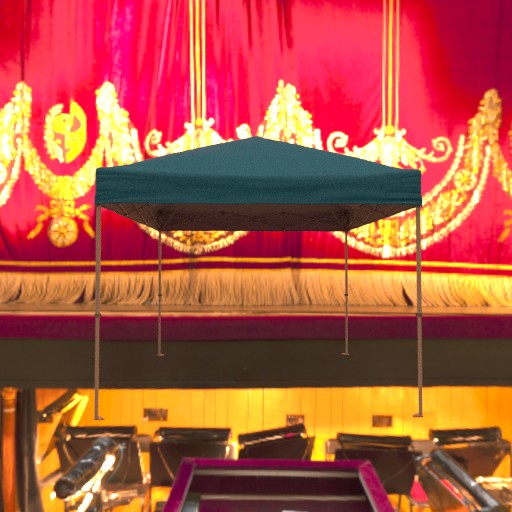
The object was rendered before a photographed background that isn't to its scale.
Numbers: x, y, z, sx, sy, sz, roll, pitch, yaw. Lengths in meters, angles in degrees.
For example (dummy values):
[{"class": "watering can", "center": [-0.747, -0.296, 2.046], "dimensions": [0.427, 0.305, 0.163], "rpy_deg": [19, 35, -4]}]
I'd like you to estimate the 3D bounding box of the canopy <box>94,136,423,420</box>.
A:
[{"class": "canopy", "center": [0.000, 0.000, 5.492], "dimensions": [2.998, 2.997, 2.996], "rpy_deg": [0, -2, -1]}]
